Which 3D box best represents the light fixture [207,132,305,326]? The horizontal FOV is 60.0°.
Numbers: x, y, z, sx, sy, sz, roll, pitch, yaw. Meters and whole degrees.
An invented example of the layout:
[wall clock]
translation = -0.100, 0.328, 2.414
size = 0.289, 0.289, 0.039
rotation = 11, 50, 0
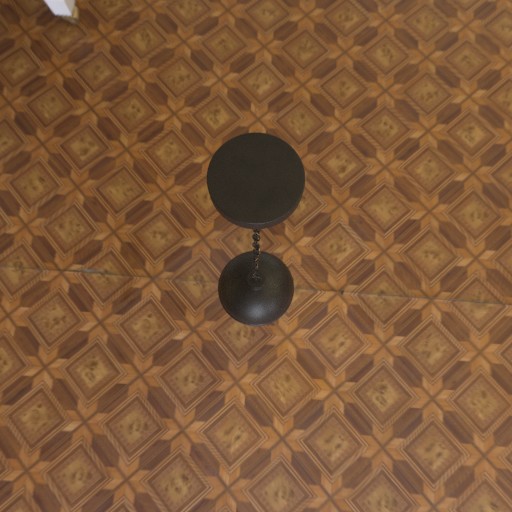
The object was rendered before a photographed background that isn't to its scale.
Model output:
[light fixture]
translation = 0.000, 0.000, 1.247
size = 0.304, 1.090, 0.304
rotation = 17, 77, 4
